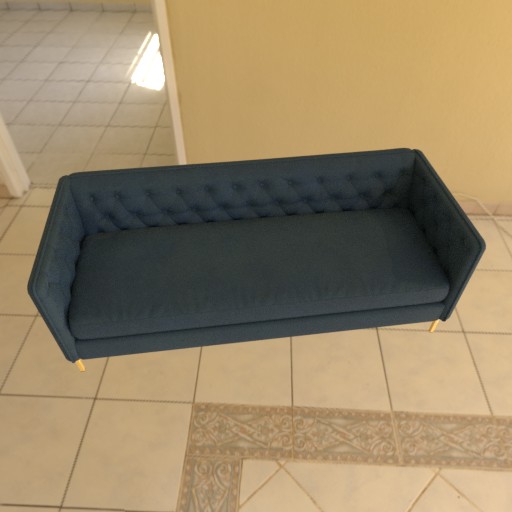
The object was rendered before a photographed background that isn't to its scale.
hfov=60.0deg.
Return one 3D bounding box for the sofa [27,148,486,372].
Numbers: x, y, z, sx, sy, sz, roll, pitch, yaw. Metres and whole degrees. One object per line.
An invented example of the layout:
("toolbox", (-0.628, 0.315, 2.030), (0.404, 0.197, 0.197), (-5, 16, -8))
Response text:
("sofa", (0.000, 0.000, 2.609), (2.209, 0.771, 0.895), (-5, 46, -5))
